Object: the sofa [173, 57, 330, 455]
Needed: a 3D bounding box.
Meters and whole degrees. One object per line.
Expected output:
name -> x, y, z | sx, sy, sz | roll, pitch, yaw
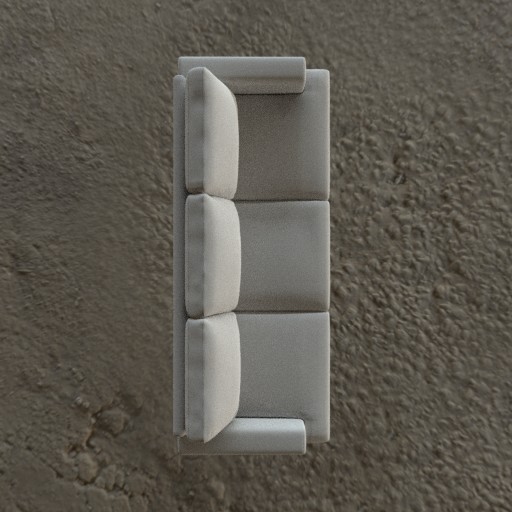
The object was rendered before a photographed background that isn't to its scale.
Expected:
sofa -> 0.000, 0.000, 2.712 | 0.920, 0.810, 2.310 | 0, 90, 0
